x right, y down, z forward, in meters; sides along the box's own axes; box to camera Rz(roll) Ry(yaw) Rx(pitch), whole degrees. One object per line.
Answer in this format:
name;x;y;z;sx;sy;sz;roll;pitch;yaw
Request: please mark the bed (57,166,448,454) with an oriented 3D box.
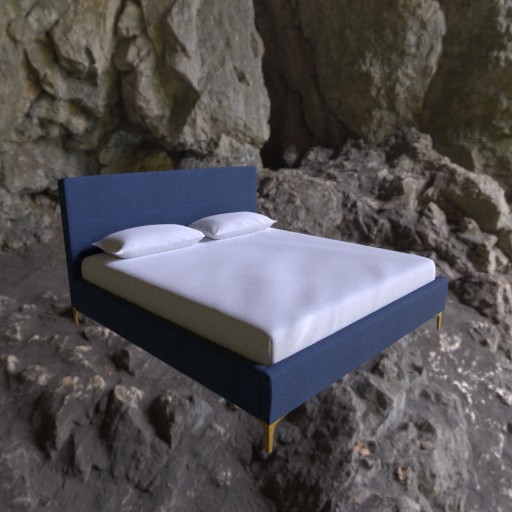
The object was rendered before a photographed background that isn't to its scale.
bed;0.000;0.000;3.490;2.232;1.231;2.096;14;21;43
